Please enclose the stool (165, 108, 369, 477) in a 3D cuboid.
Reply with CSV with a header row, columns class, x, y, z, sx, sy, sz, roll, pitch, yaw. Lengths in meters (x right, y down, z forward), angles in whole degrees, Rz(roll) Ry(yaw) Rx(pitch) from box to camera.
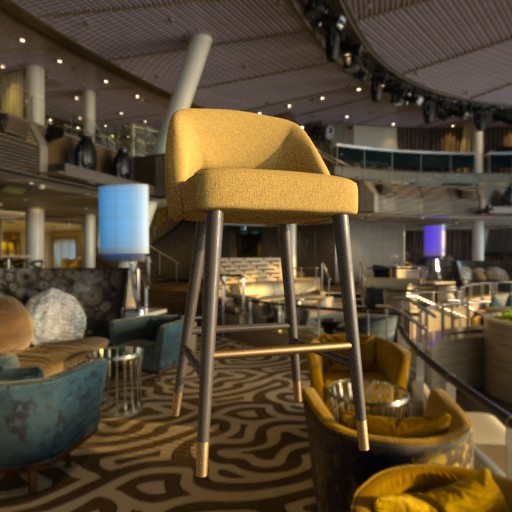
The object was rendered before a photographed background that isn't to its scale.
class,x,y,z,sx,sy,sz,roll,pitch,yaw
stool,0.000,0.000,1.344,0.536,1.032,0.522,0,0,-19
